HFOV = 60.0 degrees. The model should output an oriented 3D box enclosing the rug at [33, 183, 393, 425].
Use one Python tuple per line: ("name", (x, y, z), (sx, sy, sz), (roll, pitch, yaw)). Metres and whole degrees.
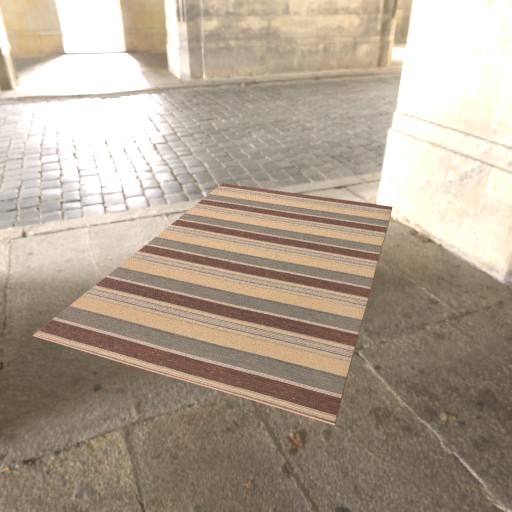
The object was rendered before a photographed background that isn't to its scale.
("rug", (0.000, 0.000, 2.322), (1.219, 0.008, 1.829), (11, 31, 18))
